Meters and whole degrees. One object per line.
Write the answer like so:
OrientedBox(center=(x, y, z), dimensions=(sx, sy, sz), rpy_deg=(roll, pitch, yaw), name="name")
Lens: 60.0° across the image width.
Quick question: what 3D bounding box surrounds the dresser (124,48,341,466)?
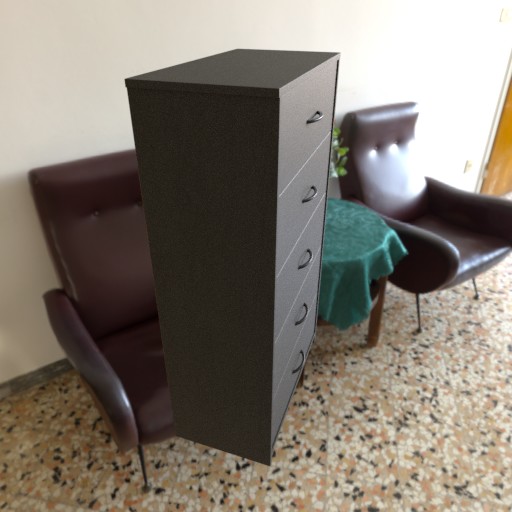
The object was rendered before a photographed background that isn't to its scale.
OrientedBox(center=(0.000, 0.000, 1.562), dimensions=(0.399, 1.255, 0.704), rpy_deg=(10, 32, 17), name="dresser")
